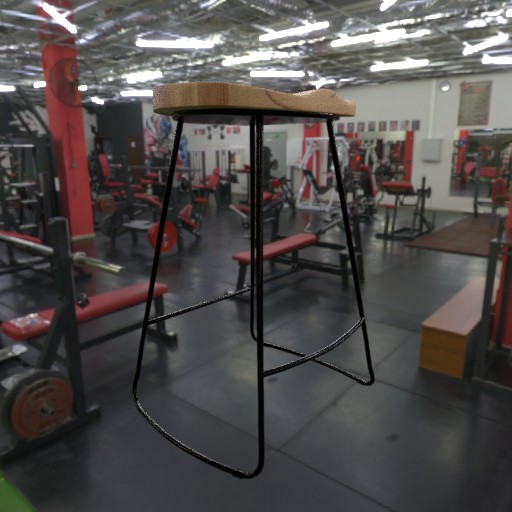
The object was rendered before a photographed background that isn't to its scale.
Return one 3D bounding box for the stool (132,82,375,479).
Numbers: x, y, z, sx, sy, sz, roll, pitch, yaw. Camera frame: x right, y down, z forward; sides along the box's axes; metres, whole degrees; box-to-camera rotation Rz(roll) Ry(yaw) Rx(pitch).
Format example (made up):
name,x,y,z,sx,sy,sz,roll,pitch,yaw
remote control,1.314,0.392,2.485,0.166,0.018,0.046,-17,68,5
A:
name,x,y,z,sx,sy,sz,roll,pitch,yaw
stool,0.000,0.000,0.959,0.401,0.679,0.480,12,18,41
